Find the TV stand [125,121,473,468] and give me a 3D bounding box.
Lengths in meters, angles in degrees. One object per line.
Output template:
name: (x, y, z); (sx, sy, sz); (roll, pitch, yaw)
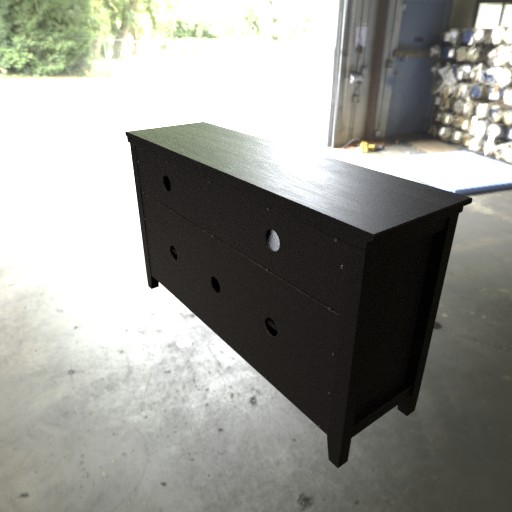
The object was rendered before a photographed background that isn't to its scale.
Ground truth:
TV stand: (0.000, 0.000, 1.502); (0.347, 0.681, 1.198); (-19, 33, -32)
